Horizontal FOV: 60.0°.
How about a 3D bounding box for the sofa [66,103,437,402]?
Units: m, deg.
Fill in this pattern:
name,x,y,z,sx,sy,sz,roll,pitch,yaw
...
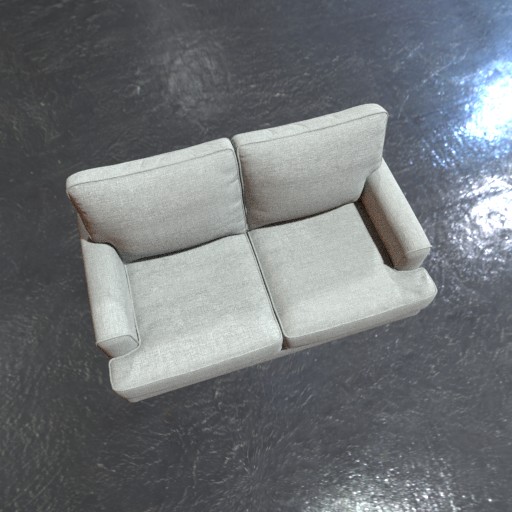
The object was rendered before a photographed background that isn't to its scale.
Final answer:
name,x,y,z,sx,sy,sz,roll,pitch,yaw
sofa,0.000,0.000,2.253,1.651,0.965,0.965,-15,64,-8
